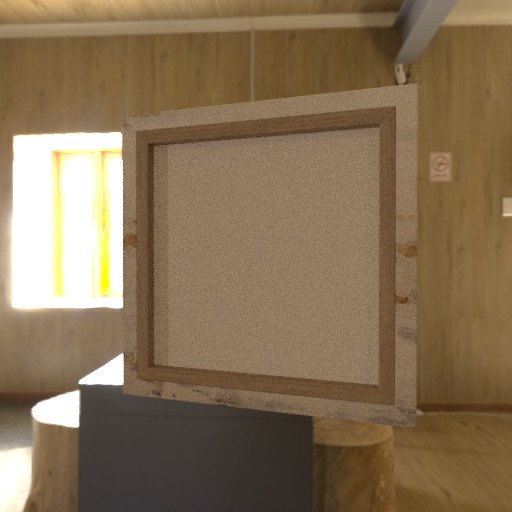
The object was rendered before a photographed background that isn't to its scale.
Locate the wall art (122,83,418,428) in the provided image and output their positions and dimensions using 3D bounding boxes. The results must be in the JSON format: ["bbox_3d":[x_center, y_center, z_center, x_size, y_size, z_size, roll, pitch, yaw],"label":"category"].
[{"bbox_3d":[0.000,0.000,1.103,0.753,0.755,0.038,0,1,18],"label":"wall art"}]
